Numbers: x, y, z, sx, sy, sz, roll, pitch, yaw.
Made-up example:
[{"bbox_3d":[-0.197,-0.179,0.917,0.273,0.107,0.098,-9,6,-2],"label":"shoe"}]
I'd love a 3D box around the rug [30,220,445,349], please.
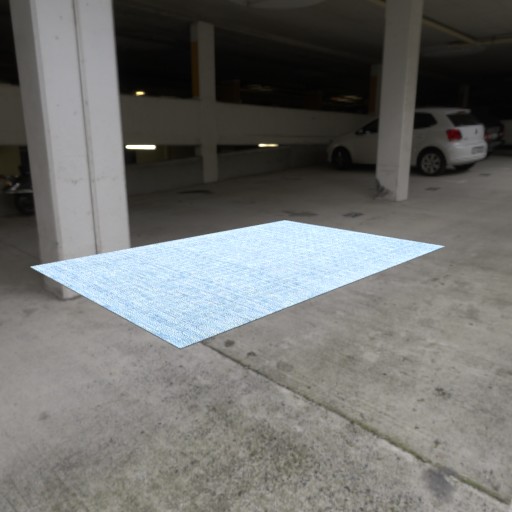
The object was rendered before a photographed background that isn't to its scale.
[{"bbox_3d":[0.000,0.000,2.902,2.286,0.006,1.522,-14,20,-43],"label":"rug"}]
